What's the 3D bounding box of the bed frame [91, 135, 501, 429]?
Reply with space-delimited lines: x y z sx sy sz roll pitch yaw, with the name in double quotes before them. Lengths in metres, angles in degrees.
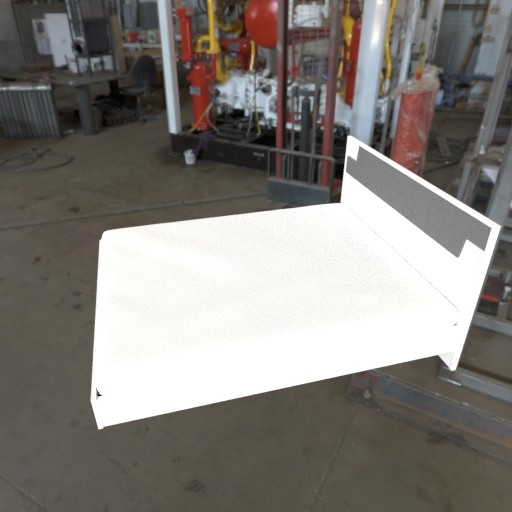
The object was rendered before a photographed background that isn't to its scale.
"bed frame" 0.000 0.000 2.967 2.100 1.001 1.711 -8 32 -13
